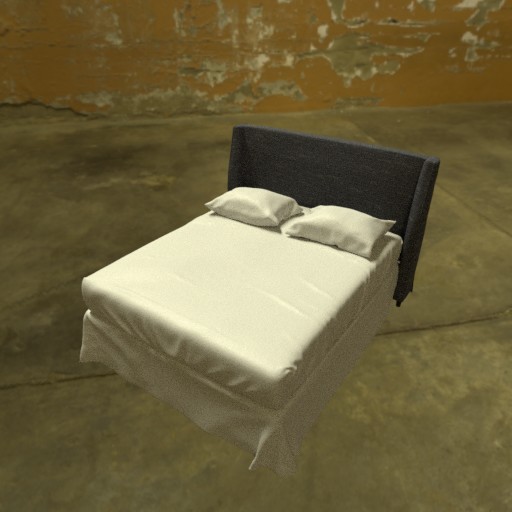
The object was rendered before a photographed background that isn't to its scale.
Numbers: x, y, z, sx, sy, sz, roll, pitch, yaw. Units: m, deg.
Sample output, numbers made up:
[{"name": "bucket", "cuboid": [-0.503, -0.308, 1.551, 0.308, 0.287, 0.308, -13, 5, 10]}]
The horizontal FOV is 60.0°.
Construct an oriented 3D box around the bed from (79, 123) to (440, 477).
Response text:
[{"name": "bed", "cuboid": [0.000, 0.000, 3.389, 1.925, 1.332, 2.276, 19, 36, 29]}]
